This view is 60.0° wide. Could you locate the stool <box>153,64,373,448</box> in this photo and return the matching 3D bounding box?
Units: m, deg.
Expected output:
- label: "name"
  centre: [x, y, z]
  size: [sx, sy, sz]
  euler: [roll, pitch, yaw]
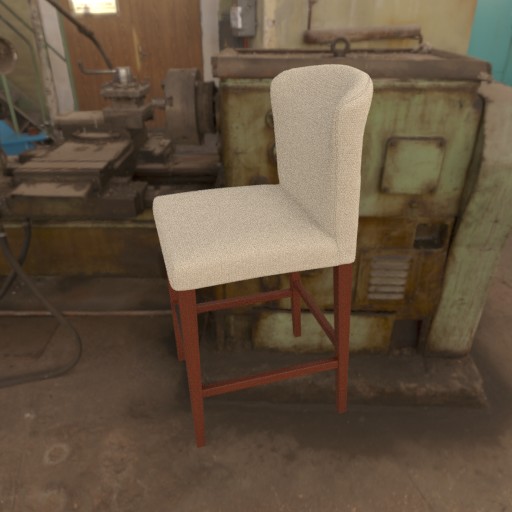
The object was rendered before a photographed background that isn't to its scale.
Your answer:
- label: "stool"
  centre: [0.000, 0.000, 1.373]
  size: [0.568, 1.069, 0.481]
  euler: [-8, 31, -14]
